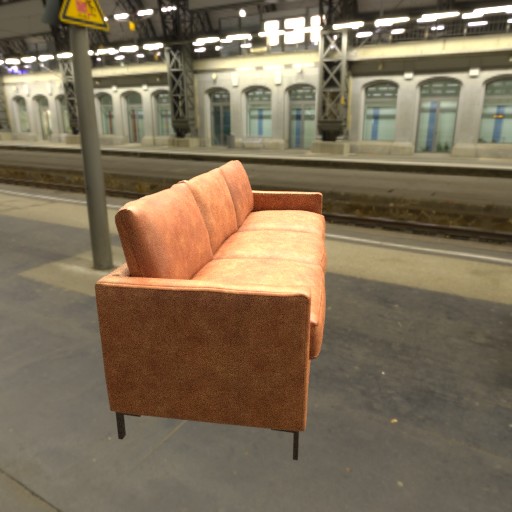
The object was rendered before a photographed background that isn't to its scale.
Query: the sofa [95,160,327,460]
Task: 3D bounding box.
[{"bbox_3d":[0.000,0.000,2.362,0.748,0.863,2.029,3,17,9],"label":"sofa"}]
